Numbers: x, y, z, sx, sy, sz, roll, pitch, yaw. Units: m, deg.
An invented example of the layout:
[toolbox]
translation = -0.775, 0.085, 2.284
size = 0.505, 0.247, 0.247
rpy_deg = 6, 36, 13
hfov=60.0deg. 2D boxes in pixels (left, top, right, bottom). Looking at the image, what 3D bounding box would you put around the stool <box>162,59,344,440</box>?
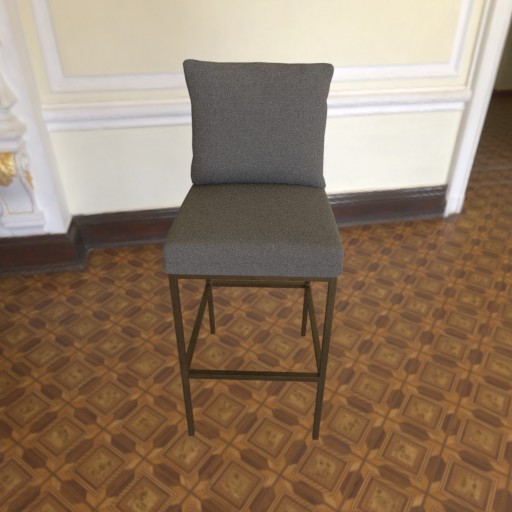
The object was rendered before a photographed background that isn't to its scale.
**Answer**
[stool]
translation = 0.000, 0.000, 1.442
size = 0.463, 1.132, 0.569
rpy_deg = 1, 32, 2
